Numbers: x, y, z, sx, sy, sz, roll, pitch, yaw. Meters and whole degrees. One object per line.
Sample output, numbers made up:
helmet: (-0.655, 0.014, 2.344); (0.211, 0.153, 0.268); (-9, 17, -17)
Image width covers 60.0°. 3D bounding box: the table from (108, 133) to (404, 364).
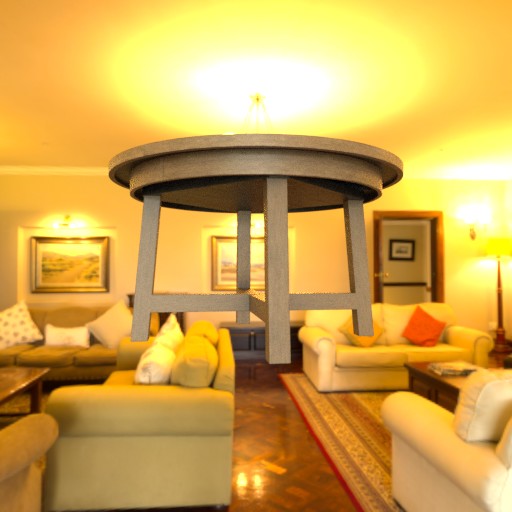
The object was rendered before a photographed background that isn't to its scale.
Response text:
table: (0.000, 0.000, 2.080); (1.319, 0.762, 1.319); (0, -1, 0)
